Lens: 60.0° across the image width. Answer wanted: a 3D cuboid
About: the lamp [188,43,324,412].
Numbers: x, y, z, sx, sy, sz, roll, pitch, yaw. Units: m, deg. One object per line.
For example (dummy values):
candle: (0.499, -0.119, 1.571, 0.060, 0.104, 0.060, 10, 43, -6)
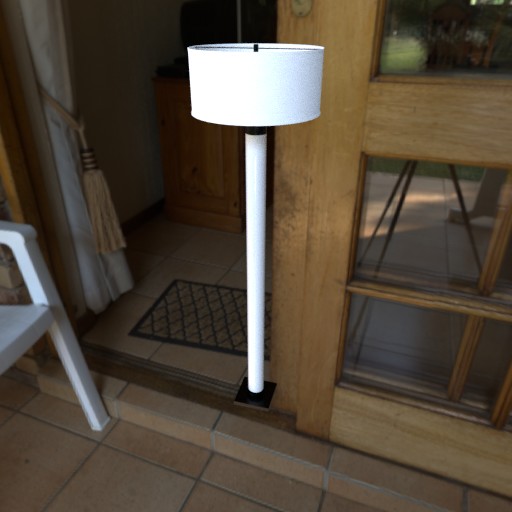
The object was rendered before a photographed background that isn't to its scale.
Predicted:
lamp: (0.000, 0.000, 1.709, 0.420, 1.475, 0.420, 8, 29, 14)
